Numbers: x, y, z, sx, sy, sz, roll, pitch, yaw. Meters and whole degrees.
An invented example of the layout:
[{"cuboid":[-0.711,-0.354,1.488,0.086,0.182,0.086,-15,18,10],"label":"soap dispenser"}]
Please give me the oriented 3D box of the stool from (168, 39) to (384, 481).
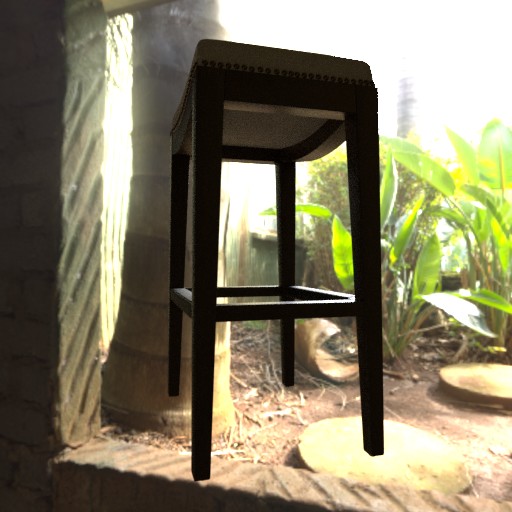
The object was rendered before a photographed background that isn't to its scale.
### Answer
[{"cuboid":[0.000,0.000,1.021,0.358,0.759,0.498,0,0,-16],"label":"stool"}]
